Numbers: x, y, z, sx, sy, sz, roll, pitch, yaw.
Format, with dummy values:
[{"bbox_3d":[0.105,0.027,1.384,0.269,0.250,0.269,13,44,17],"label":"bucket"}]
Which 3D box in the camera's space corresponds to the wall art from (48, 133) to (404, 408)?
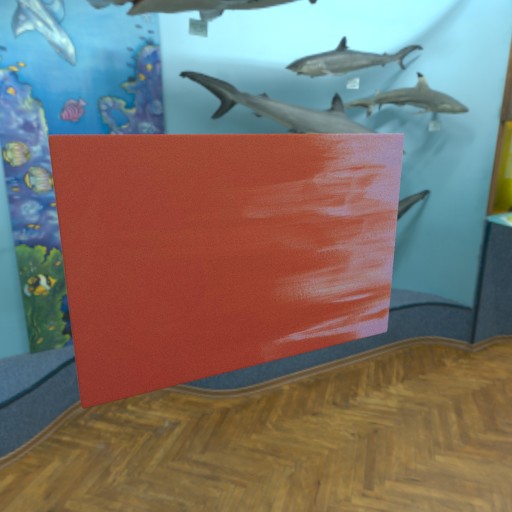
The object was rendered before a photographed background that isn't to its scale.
[{"bbox_3d":[0.000,0.000,1.148,0.913,0.609,0.040,-8,18,-25],"label":"wall art"}]
